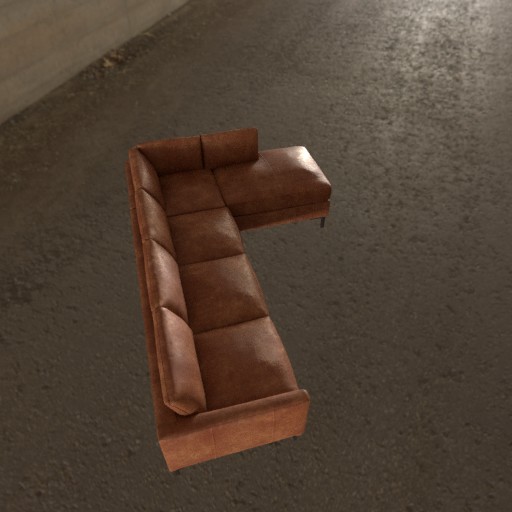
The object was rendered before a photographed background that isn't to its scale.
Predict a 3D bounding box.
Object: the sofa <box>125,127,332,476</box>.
[{"bbox_3d":[0.000,0.000,3.781,1.938,0.877,2.984,-11,45,-11],"label":"sofa"}]
